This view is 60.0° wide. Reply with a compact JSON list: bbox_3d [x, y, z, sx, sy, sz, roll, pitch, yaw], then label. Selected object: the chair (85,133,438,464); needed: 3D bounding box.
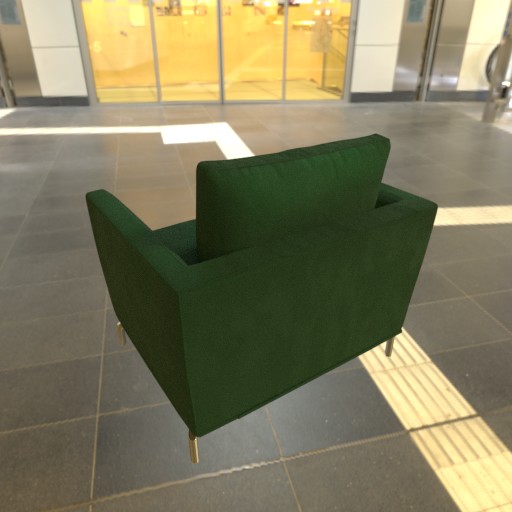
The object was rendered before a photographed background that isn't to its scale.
[{"bbox_3d":[0.000,0.000,1.776,1.047,0.997,0.852,-18,34,-29],"label":"chair"}]
